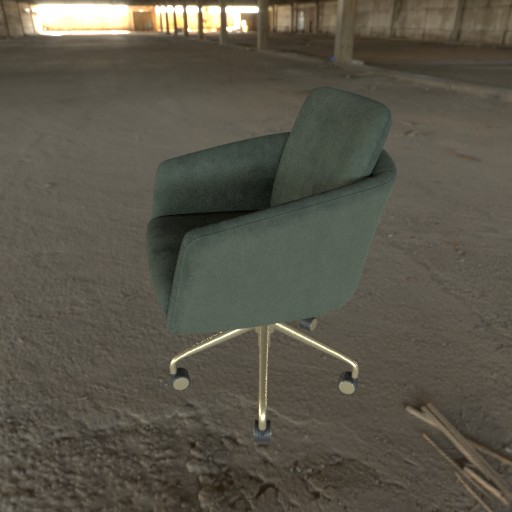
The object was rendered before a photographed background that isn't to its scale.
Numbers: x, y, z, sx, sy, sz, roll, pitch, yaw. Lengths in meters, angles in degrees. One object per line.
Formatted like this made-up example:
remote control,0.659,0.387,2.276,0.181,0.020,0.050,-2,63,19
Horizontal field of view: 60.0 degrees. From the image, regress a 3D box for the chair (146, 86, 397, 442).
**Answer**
chair,0.000,0.000,1.338,0.635,0.908,0.641,-8,29,-14
